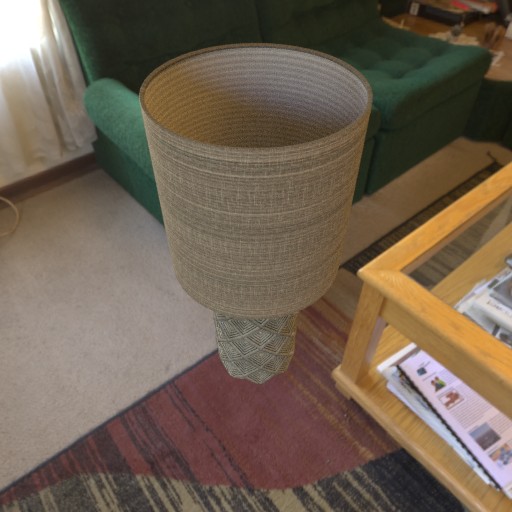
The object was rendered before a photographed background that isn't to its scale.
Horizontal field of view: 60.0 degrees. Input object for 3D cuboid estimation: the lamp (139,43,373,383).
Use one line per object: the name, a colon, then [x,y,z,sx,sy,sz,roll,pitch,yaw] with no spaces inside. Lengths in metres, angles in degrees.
lamp: [0.000,0.000,0.720,0.268,0.566,0.269,25,51,22]
